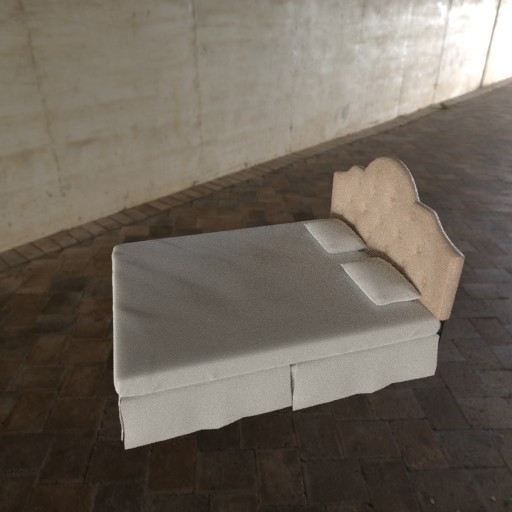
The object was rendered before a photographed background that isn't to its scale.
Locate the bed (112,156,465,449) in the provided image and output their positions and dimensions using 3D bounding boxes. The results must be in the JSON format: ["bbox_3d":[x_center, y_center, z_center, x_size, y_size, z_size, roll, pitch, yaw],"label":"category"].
[{"bbox_3d":[0.000,0.000,2.994,1.970,1.194,1.667,-8,30,-14],"label":"bed"}]
